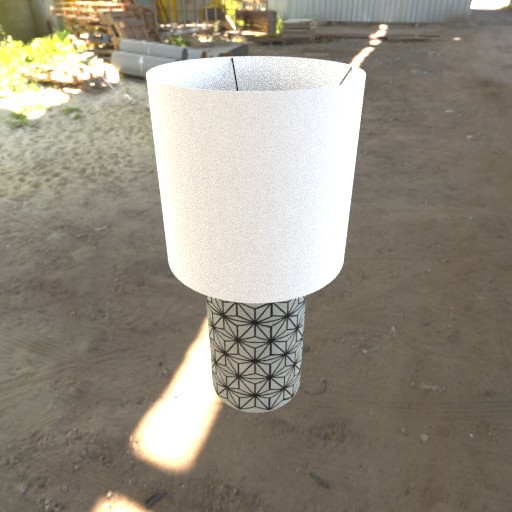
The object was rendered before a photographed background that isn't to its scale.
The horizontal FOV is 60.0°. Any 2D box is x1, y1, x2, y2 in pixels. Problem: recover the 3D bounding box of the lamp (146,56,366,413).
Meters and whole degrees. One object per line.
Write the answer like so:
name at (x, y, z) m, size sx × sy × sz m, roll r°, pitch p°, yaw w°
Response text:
lamp at (0.000, 0.000, 0.532) m, size 0.206 × 0.416 × 0.206 m, roll -9°, pitch 32°, yaw -14°
